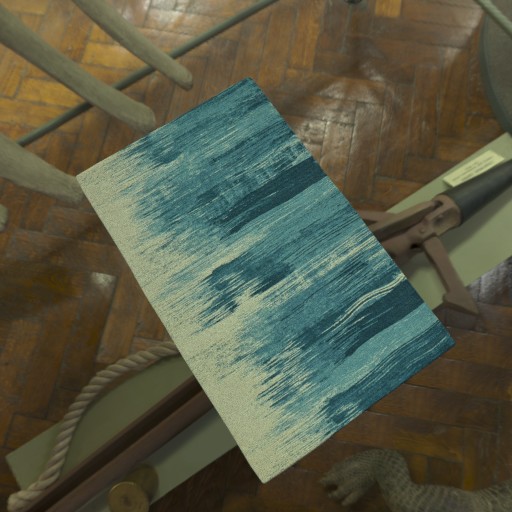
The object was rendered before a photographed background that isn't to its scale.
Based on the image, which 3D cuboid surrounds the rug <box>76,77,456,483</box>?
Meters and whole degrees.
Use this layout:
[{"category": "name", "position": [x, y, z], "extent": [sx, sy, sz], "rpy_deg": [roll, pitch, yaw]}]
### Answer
[{"category": "rug", "position": [0.000, 0.000, 3.045], "extent": [1.540, 0.027, 2.450], "rpy_deg": [-33, 77, -8]}]
